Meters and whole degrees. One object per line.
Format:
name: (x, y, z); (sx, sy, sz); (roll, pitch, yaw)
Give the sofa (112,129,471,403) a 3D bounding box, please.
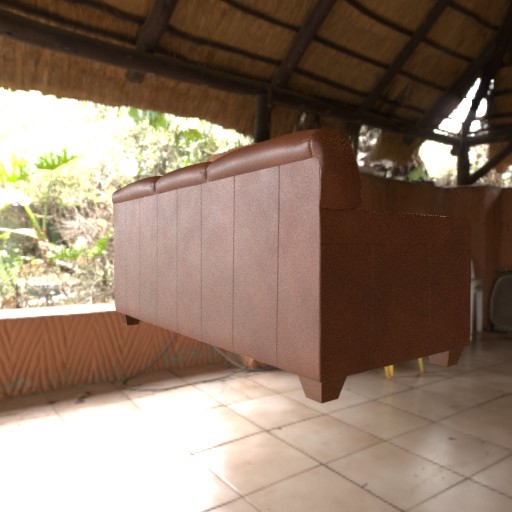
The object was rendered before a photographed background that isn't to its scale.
sofa: (0.000, 0.000, 2.512); (1.008, 0.953, 2.039); (-1, 1, -36)
